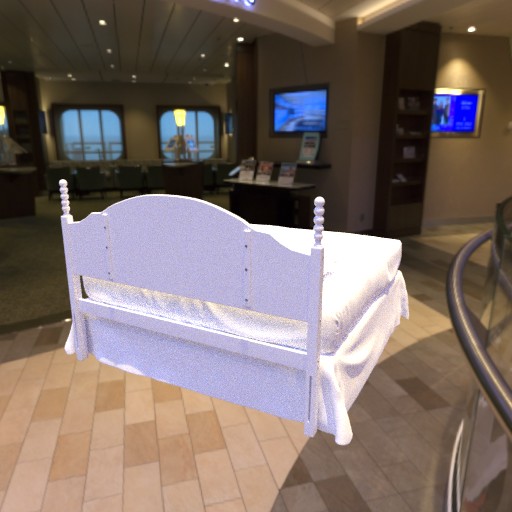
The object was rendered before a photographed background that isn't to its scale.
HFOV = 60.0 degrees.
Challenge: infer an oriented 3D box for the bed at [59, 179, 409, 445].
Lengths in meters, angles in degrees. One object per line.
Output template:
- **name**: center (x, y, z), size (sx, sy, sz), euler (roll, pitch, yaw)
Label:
- **bed**: center (0.000, 0.000, 3.694), size (2.322, 1.355, 2.219), euler (8, 17, 27)
